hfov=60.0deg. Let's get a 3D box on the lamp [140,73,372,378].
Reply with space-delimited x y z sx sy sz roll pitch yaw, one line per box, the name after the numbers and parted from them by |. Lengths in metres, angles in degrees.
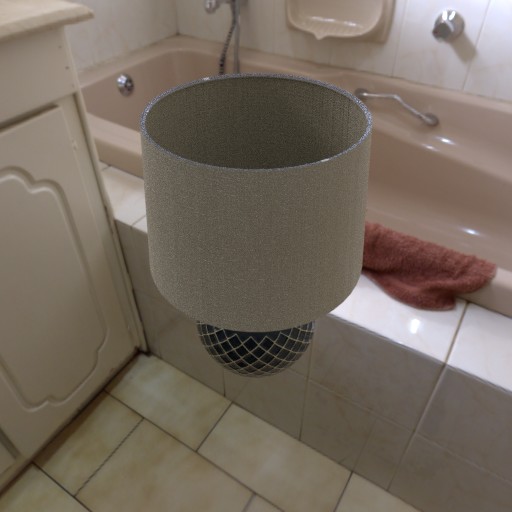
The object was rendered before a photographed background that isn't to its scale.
0.000 0.000 0.806 0.376 0.540 0.376 0 41 0 | lamp
